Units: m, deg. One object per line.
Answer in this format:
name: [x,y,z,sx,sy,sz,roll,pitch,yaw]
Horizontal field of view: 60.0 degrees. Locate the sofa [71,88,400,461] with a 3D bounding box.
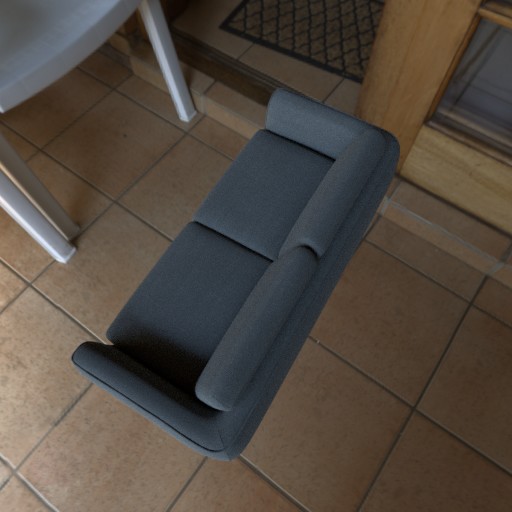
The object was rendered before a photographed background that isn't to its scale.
sofa: [0.000,0.000,2.466,0.920,0.850,2.000,28,67,13]
